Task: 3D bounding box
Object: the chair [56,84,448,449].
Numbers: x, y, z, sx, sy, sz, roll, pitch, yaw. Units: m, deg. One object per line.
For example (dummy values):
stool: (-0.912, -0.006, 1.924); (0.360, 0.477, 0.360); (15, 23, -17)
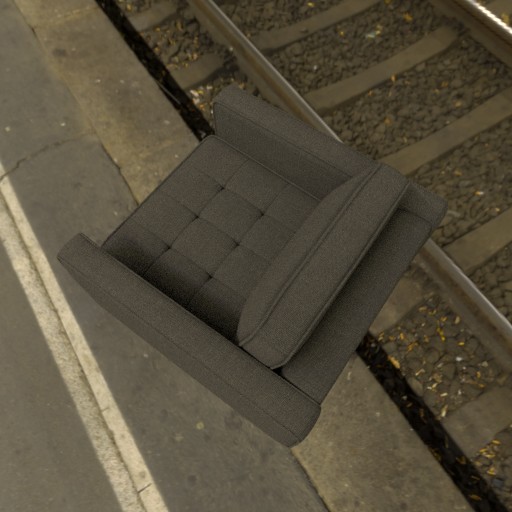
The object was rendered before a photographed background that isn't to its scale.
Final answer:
chair: (0.000, 0.000, 1.561); (0.919, 0.770, 0.899); (33, 69, 15)
